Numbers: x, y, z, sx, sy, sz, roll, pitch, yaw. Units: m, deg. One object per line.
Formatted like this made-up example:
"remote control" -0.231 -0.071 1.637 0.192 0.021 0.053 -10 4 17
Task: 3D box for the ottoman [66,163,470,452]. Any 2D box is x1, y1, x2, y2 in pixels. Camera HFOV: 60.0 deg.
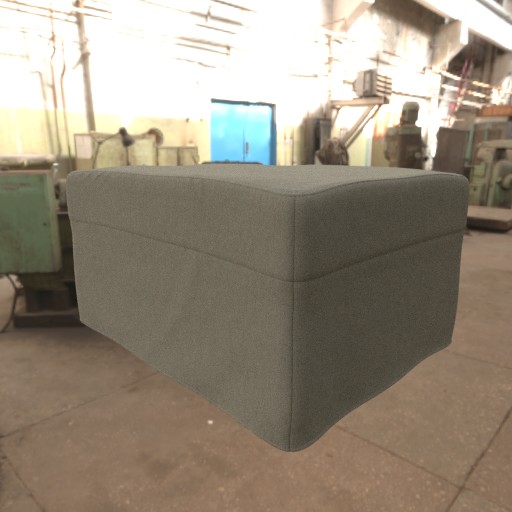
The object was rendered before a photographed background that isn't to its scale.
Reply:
"ottoman" 0.000 0.000 1.167 0.648 0.461 0.833 -13 19 -43
